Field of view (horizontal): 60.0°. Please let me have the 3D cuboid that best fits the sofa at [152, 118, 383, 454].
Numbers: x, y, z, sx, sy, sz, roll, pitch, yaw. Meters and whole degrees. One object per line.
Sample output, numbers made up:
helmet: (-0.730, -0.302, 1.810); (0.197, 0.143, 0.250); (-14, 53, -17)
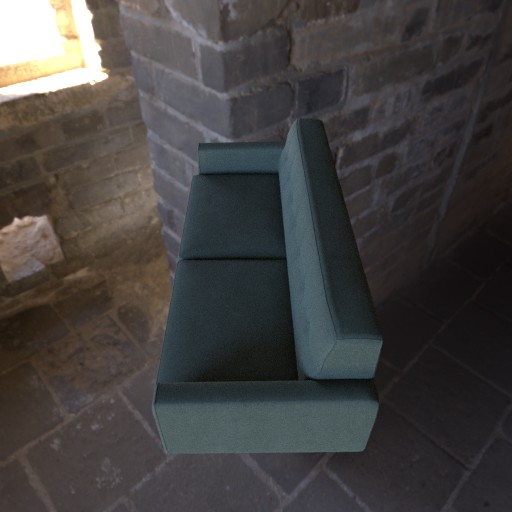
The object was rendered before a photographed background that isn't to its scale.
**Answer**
sofa: (0.000, 0.000, 2.489); (0.909, 0.841, 2.029); (0, 42, 0)
